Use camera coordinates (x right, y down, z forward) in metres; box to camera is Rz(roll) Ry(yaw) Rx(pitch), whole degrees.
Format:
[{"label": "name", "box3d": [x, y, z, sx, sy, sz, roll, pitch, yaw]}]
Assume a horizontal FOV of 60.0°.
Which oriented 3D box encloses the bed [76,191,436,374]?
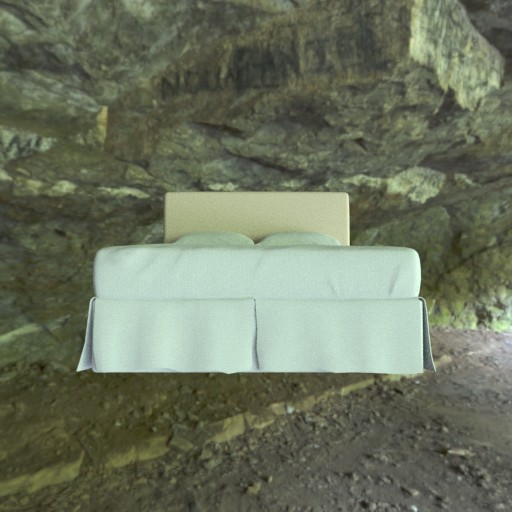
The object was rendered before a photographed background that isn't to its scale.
[{"label": "bed", "box3d": [0.000, 0.000, 3.359, 1.884, 1.330, 2.142, 0, -2, 0]}]
